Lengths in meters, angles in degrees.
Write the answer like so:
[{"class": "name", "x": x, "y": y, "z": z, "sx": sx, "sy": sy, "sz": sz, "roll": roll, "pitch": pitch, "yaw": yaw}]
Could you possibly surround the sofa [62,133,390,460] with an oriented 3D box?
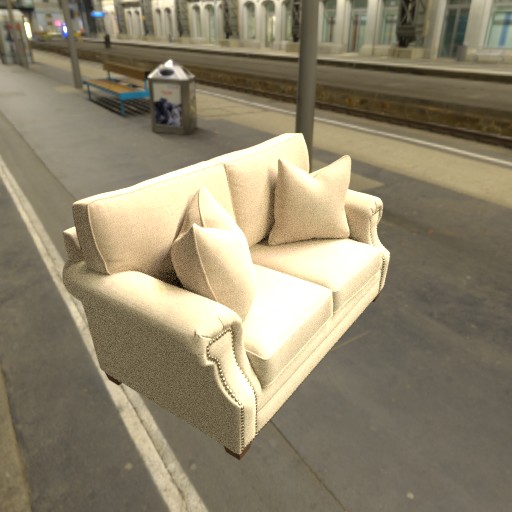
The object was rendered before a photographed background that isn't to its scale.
[{"class": "sofa", "x": 0.000, "y": 0.000, "z": 2.328, "sx": 0.966, "sy": 0.966, "sz": 1.701, "roll": 18, "pitch": 32, "yaw": 31}]
